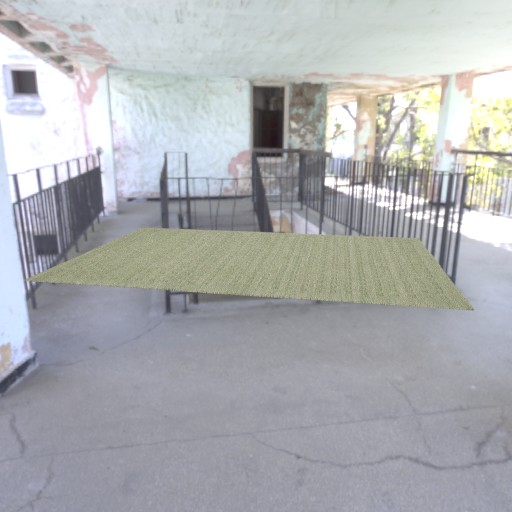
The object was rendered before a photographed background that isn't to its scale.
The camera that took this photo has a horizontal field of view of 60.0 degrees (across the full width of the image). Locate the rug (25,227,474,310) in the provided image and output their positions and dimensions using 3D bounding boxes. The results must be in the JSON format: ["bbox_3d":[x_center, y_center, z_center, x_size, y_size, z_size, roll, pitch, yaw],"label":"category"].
[{"bbox_3d":[0.000,0.000,2.228,1.747,0.006,1.143,3,15,10],"label":"rug"}]
